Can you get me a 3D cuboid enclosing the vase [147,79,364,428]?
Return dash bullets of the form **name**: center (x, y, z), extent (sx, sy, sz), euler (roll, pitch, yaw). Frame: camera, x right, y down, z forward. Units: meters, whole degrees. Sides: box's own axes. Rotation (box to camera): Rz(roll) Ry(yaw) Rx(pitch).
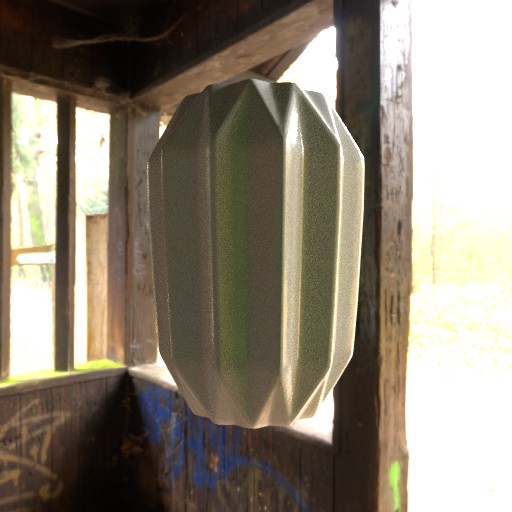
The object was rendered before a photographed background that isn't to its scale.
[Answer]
- **vase**: center (0.000, 0.000, 0.408), extent (0.195, 0.275, 0.195), euler (0, 0, 0)
